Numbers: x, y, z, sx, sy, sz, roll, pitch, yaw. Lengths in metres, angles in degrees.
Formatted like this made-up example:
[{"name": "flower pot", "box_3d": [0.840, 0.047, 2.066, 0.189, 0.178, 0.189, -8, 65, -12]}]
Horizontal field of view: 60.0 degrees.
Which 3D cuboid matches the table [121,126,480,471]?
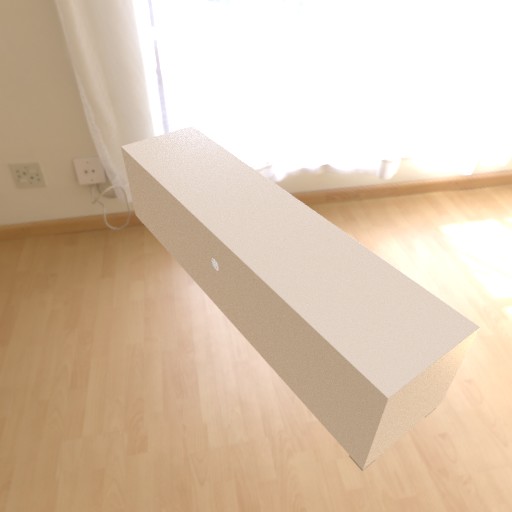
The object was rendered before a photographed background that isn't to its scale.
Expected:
[{"name": "table", "box_3d": [0.000, 0.000, 1.824, 0.390, 0.420, 1.650, -25, 47, -26]}]
